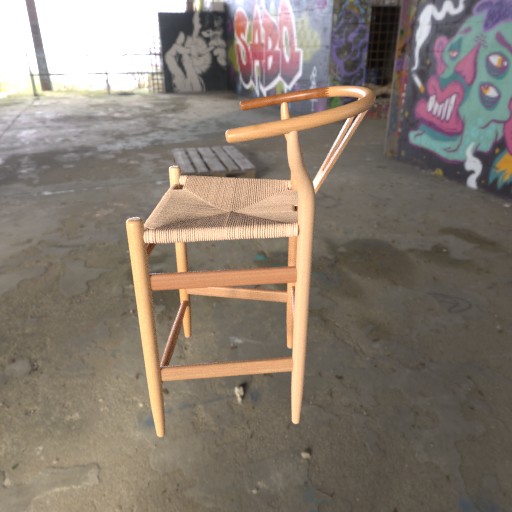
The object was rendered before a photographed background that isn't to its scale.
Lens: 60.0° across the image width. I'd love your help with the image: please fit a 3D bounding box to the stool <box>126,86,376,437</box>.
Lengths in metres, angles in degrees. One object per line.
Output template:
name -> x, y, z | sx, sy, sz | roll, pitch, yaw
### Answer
stool -> 0.000, 0.000, 1.297 | 0.575, 0.923, 0.536 | 1, 25, 1
